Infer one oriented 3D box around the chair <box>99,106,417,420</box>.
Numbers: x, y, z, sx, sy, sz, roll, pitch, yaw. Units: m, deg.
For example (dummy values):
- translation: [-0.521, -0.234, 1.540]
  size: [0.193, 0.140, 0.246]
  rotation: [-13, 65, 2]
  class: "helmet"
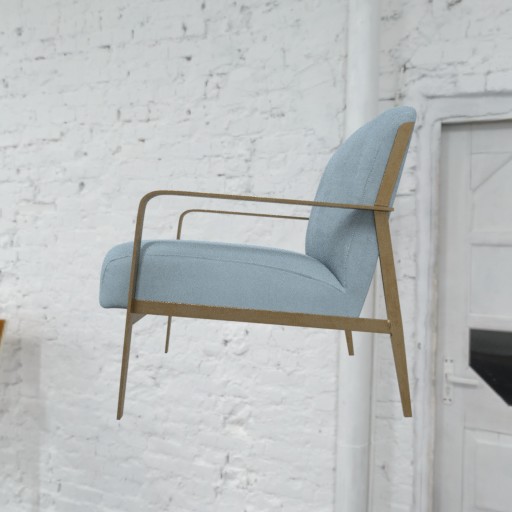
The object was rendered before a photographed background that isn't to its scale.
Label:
- translation: [0.000, 0.000, 1.452]
  size: [0.842, 0.824, 0.701]
  rotation: [0, 2, -1]
  class: "chair"
